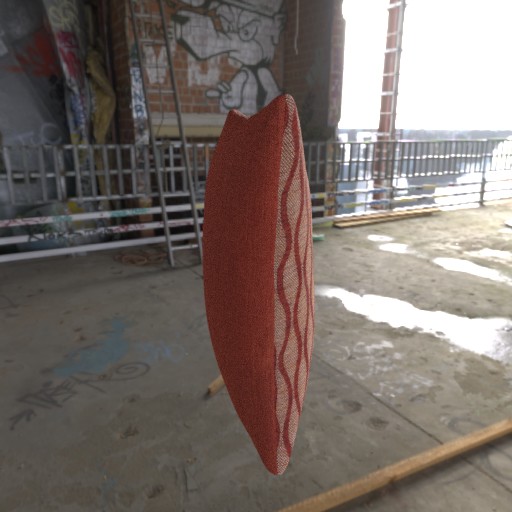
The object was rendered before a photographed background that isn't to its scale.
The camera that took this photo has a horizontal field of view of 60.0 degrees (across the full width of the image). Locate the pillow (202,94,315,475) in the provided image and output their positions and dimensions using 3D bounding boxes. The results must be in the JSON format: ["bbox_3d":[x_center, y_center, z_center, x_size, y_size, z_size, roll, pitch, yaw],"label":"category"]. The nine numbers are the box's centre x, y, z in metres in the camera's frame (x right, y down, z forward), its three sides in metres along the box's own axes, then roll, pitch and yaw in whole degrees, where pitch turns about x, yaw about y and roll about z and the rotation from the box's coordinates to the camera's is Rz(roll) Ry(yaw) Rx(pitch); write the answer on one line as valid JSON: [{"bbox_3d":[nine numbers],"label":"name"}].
[{"bbox_3d":[0.000,0.000,0.664,0.159,0.434,0.429,-3,16,-10],"label":"pillow"}]
